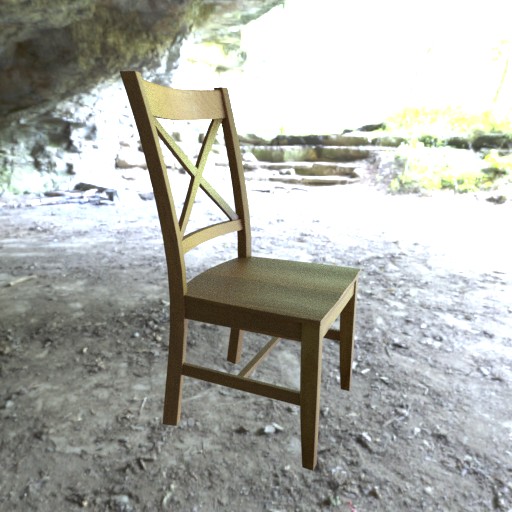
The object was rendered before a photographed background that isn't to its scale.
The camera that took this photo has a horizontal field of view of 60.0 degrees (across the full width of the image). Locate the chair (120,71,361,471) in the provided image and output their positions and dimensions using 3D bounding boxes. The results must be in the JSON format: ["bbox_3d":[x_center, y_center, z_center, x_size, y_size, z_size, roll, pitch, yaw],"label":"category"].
[{"bbox_3d":[0.000,0.000,1.304,0.542,0.983,0.485,7,17,24],"label":"chair"}]
